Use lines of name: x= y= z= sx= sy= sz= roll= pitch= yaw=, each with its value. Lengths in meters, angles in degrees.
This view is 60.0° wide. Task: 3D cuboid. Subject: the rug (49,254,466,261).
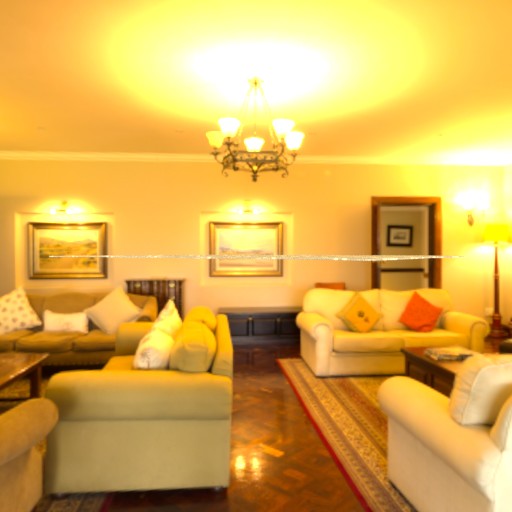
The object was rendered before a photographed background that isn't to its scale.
rug: x=0.000 y=0.000 z=2.764 sx=2.135 sy=0.013 sz=1.524 roll=0 pitch=1 yaw=36
